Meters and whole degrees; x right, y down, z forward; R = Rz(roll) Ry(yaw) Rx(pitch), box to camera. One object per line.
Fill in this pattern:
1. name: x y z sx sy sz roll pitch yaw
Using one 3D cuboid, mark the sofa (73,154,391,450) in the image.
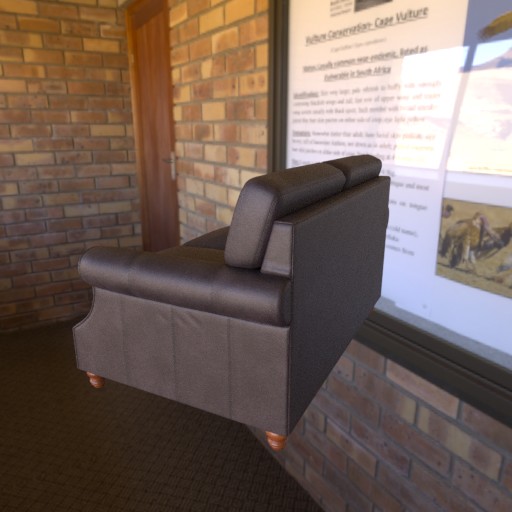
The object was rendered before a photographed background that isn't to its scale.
1. sofa: 0.000 0.000 2.286 1.030 0.979 1.663 8 18 26
